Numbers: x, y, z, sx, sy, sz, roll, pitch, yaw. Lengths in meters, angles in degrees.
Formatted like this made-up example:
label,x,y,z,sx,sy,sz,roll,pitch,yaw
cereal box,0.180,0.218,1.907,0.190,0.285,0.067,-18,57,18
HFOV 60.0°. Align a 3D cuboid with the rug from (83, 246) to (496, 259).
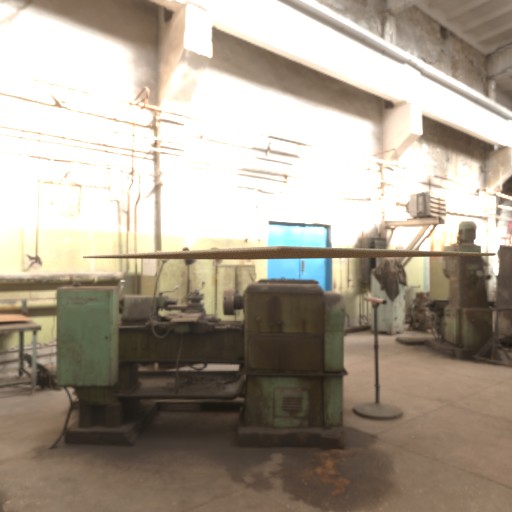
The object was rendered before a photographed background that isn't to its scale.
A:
label,x,y,z,sx,sy,sz,roll,pitch,yaw
rug,0.000,0.000,2.299,1.238,0.014,1.848,1,-1,-37
